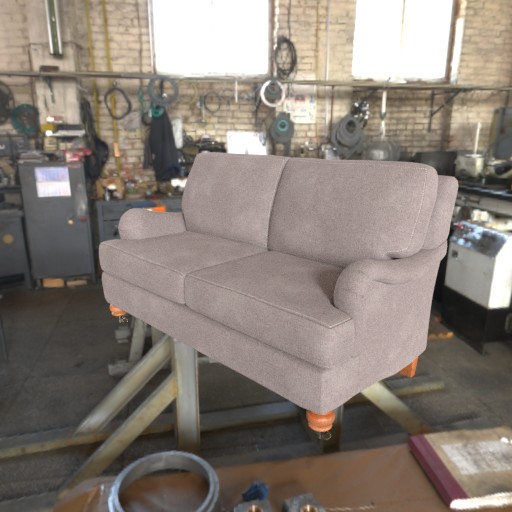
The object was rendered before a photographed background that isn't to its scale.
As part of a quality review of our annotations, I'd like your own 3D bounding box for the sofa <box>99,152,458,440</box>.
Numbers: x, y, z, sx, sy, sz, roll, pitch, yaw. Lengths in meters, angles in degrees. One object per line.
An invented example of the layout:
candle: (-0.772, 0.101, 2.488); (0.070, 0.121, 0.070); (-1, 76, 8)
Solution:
sofa: (0.000, 0.000, 2.547); (1.853, 1.101, 1.084); (15, 22, 43)
